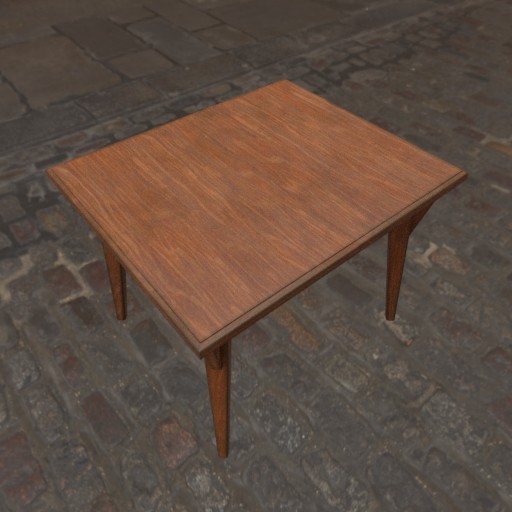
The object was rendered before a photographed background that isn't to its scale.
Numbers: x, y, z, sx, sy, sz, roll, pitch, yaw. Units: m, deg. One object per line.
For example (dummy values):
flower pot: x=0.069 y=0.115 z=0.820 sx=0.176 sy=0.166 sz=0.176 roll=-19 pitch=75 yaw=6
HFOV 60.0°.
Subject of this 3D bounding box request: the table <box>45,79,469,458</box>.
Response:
table: x=0.000 y=0.000 z=1.625 sx=0.991 sy=0.761 sz=0.838 roll=-31 pitch=53 yaw=-26
